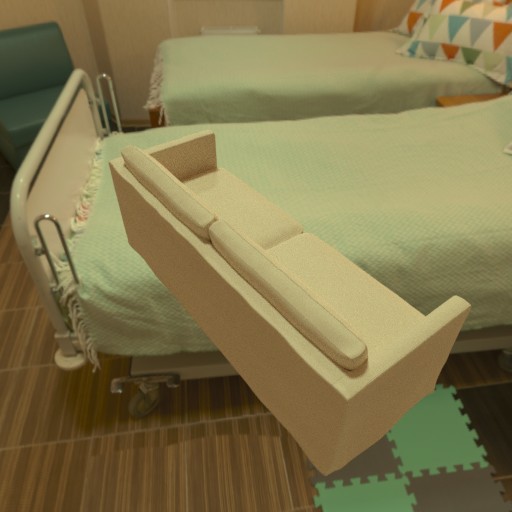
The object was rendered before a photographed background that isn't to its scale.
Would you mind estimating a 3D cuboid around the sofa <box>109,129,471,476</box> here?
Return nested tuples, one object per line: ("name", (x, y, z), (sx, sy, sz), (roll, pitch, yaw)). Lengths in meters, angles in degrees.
("sofa", (0.000, 0.000, 3.293), (1.036, 0.999, 2.779), (-26, 48, -27))
